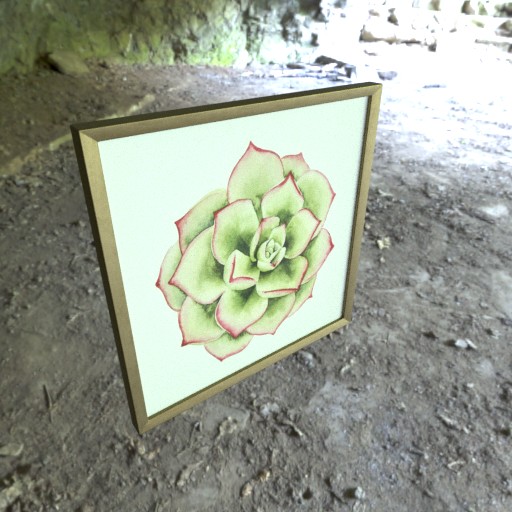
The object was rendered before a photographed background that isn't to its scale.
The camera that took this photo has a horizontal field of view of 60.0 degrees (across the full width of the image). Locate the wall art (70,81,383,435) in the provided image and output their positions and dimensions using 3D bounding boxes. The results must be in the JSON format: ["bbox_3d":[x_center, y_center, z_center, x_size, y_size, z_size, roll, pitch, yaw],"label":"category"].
[{"bbox_3d":[0.000,0.000,0.749,0.503,0.506,0.031,-20,36,-31],"label":"wall art"}]
